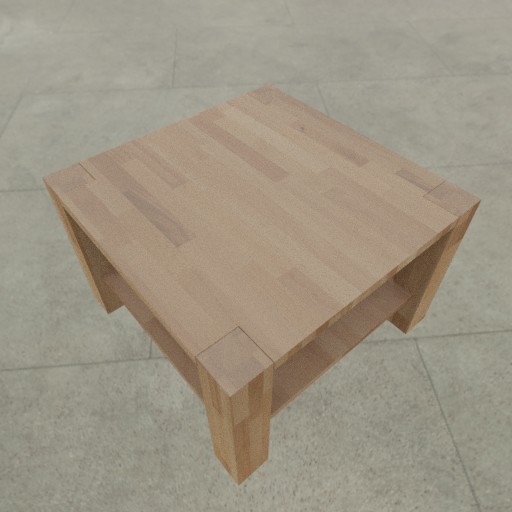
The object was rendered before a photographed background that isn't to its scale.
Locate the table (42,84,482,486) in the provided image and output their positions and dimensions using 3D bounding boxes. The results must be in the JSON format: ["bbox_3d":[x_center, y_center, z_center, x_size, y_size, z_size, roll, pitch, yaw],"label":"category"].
[{"bbox_3d":[0.000,0.000,1.161,0.700,0.451,0.700,-32,55,-26],"label":"table"}]
